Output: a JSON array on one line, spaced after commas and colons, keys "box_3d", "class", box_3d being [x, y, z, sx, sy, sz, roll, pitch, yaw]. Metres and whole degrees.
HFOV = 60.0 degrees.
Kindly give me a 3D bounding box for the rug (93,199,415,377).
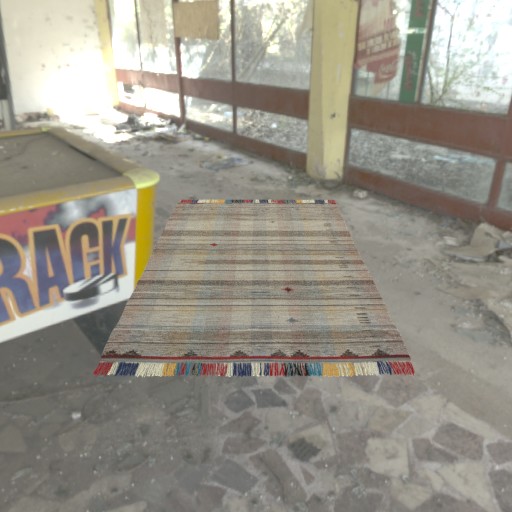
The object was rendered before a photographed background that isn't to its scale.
[{"box_3d": [0.000, 0.000, 3.050, 1.465, 0.012, 2.465, 0, 26, 0], "class": "rug"}]
